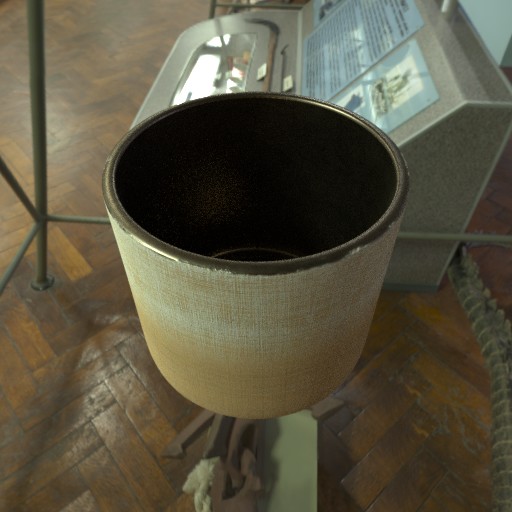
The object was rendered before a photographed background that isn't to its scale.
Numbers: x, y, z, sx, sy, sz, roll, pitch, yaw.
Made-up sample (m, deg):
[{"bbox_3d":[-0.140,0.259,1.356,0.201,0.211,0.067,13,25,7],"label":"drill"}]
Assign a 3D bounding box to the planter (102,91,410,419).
[{"bbox_3d":[0.000,0.000,0.390,0.221,0.201,0.221,0,46,0],"label":"planter"}]
